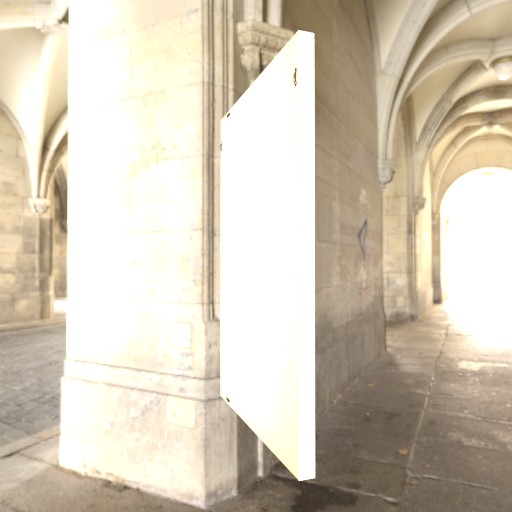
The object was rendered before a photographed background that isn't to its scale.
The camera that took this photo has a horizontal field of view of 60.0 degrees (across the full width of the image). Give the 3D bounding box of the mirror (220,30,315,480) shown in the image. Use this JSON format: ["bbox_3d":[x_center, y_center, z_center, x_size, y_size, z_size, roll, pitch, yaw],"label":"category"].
[{"bbox_3d":[0.000,0.000,1.192,0.041,0.915,0.609,0,-1,-20],"label":"mirror"}]
